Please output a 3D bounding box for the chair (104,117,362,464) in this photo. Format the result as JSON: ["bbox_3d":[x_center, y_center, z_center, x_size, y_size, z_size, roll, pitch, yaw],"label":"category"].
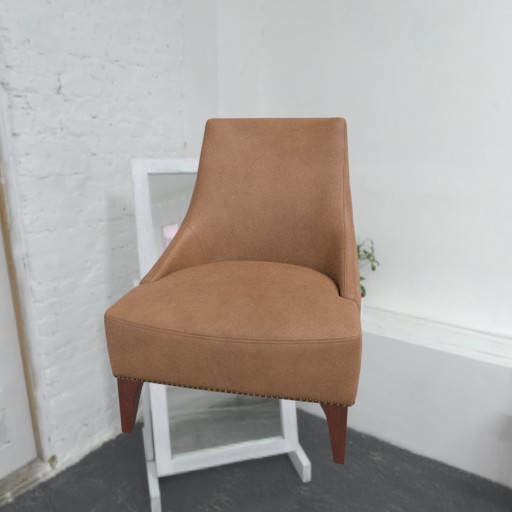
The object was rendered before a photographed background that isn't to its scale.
[{"bbox_3d":[0.000,0.000,1.492,0.701,0.909,0.861,3,16,11],"label":"chair"}]
